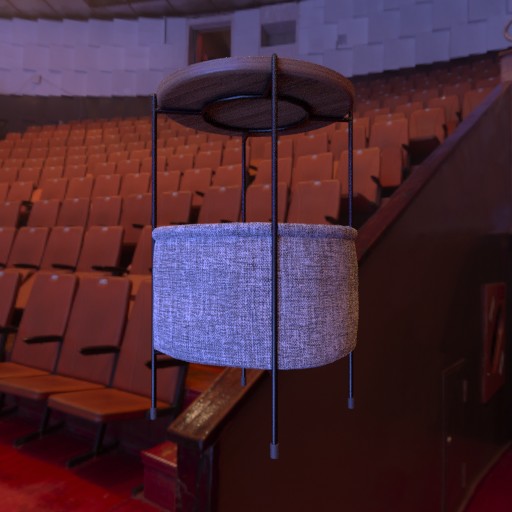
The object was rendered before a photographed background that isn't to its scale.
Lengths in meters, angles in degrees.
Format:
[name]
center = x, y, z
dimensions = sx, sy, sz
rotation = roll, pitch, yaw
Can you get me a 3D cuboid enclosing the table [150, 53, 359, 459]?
[table]
center = 0.000, 0.000, 0.882
dimensions = 0.400, 0.623, 0.400
rotation = 0, -1, 36
